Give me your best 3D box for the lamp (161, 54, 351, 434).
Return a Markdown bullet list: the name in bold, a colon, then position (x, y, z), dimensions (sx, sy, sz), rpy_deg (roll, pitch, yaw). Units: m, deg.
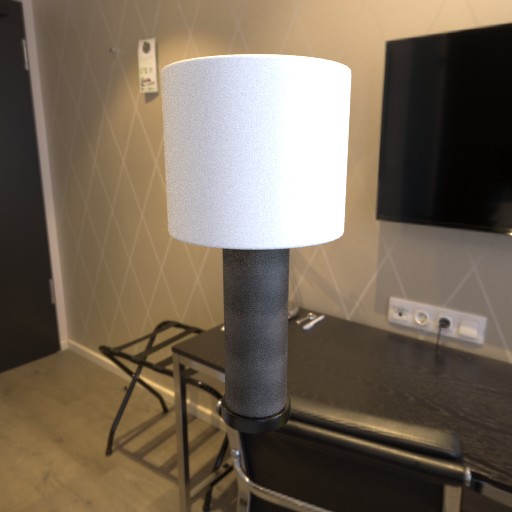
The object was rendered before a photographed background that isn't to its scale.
- **lamp**: position (0.000, 0.000, 0.797), dimensions (0.305, 0.634, 0.305), rpy_deg (2, 14, 8)
